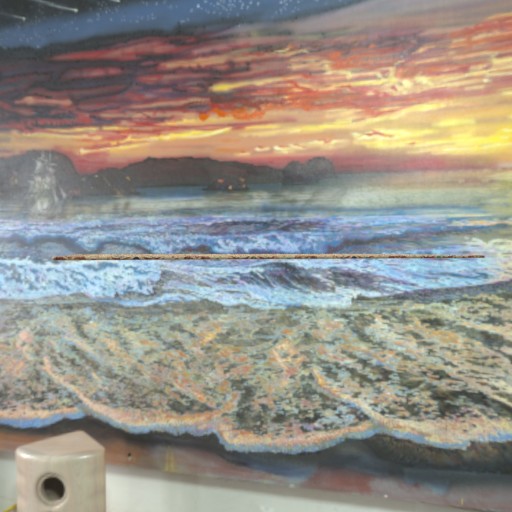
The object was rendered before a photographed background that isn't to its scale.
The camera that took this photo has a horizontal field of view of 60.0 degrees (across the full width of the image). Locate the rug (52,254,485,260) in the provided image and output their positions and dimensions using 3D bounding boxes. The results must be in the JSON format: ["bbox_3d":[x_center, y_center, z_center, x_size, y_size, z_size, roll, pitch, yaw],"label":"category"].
[{"bbox_3d":[0.000,0.000,2.348,1.838,0.013,1.226,0,1,-18],"label":"rug"}]
